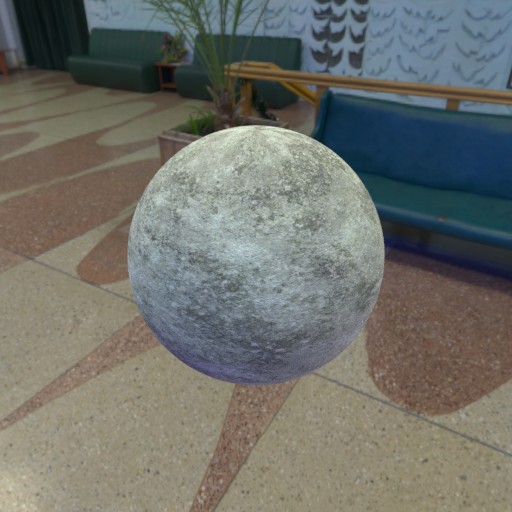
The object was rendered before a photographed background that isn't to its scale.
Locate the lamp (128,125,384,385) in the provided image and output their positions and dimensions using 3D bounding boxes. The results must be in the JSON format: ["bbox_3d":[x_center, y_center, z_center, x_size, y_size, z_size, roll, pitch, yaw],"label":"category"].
[{"bbox_3d":[0.000,0.000,0.757,0.422,0.429,0.422,0,31,0],"label":"lamp"}]
